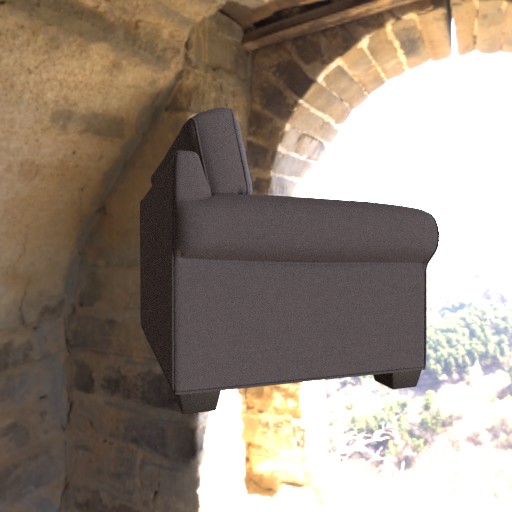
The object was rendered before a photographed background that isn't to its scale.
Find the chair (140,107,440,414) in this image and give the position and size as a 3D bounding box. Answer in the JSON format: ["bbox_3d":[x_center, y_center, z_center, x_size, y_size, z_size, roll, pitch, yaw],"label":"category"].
[{"bbox_3d":[0.000,0.000,2.012,0.930,0.930,1.390,0,1,-19],"label":"chair"}]
